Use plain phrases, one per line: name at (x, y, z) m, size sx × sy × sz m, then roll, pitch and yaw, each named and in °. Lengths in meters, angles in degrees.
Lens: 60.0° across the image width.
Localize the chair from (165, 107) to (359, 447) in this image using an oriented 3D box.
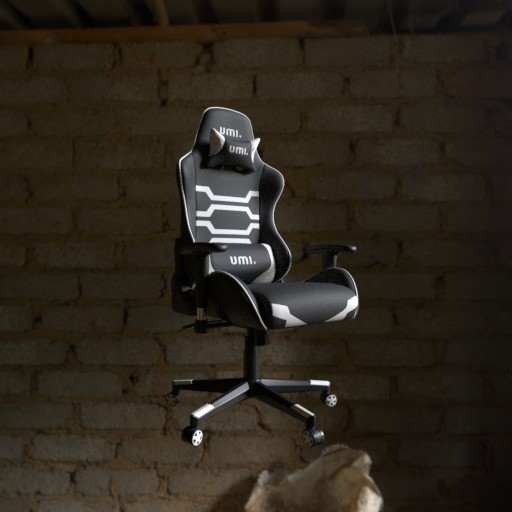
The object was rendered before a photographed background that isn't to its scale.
chair at (0.000, 0.000, 1.706) m, size 0.700 × 1.240 × 0.700 m, roll 0°, pitch 0°, yaw -36°
